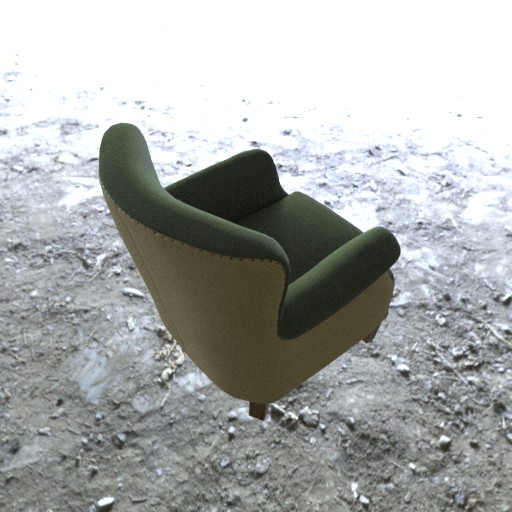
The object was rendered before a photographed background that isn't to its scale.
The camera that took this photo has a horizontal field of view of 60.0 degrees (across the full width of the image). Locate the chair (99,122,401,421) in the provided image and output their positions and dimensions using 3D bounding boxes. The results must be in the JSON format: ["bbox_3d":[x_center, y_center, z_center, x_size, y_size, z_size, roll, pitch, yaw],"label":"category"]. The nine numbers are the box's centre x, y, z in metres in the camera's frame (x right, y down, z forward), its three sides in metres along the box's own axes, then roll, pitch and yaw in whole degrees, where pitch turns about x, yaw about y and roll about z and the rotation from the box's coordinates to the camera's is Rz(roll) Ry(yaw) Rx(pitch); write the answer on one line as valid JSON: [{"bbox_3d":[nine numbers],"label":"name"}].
[{"bbox_3d":[0.000,0.000,1.652,0.921,0.936,0.861,-27,48,-26],"label":"chair"}]
